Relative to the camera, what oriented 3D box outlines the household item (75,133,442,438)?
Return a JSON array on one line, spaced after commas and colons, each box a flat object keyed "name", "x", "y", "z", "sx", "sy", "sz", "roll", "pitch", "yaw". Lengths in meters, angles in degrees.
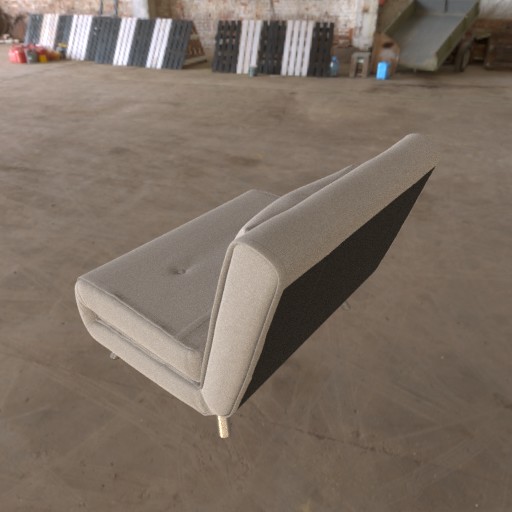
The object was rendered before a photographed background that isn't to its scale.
[{"name": "household item", "x": 0.000, "y": 0.000, "z": 1.611, "sx": 0.874, "sy": 0.800, "sz": 1.000, "roll": 22, "pitch": 38, "yaw": 31}]
